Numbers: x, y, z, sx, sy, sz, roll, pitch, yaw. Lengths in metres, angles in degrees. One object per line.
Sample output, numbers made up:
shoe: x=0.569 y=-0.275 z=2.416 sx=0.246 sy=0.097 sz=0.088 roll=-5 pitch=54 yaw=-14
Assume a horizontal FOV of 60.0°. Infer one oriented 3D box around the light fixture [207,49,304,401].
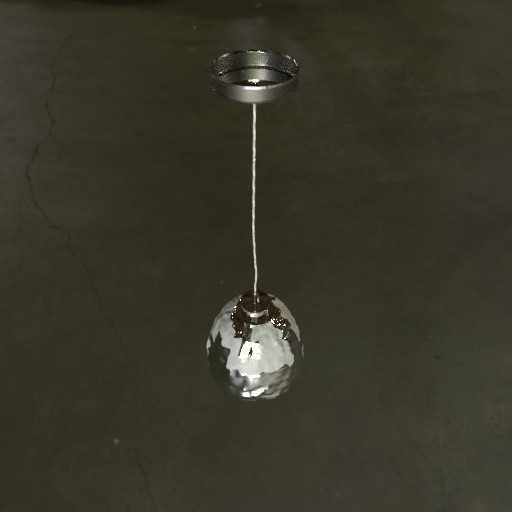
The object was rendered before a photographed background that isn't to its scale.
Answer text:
light fixture: x=0.000 y=0.000 z=1.779 sx=0.500 sy=1.511 sz=0.496 roll=-17 pitch=48 yaw=-16
